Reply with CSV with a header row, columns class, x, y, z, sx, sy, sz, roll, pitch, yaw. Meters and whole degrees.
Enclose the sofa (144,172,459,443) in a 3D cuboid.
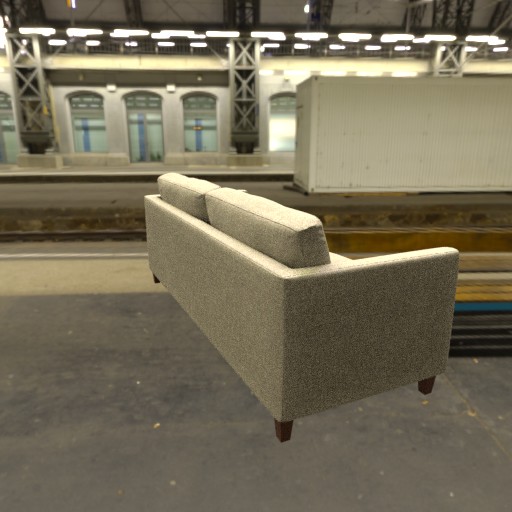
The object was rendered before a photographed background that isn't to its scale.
class,x,y,z,sx,sy,sz,roll,pitch,yaw
sofa,0.000,0.000,2.910,0.948,0.951,2.434,-7,17,-25
